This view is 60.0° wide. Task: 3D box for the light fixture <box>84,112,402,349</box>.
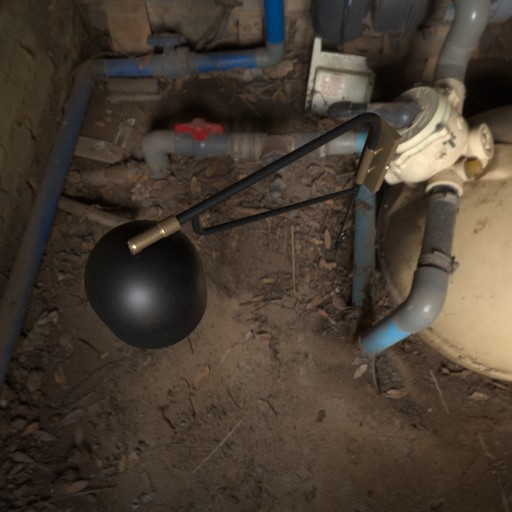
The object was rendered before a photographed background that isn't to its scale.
[{"bbox_3d":[0.000,0.000,1.073,0.720,0.696,0.215,-33,69,-14],"label":"light fixture"}]
